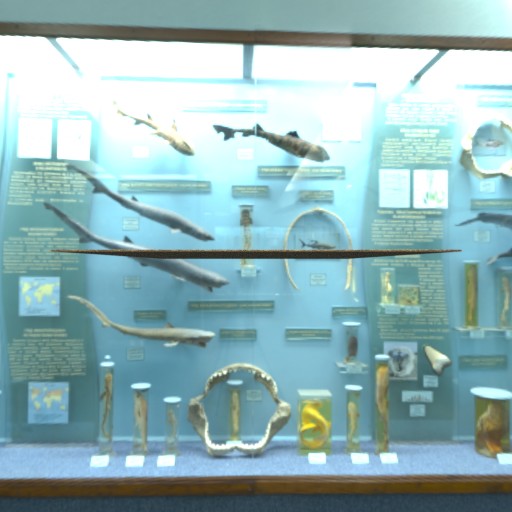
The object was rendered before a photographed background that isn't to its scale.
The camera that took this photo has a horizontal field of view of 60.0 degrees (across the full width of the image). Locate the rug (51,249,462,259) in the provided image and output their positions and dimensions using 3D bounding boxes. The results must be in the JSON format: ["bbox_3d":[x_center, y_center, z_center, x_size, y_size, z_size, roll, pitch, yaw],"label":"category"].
[{"bbox_3d":[0.000,0.000,4.222,2.438,0.012,3.200,0,-1,0],"label":"rug"}]
